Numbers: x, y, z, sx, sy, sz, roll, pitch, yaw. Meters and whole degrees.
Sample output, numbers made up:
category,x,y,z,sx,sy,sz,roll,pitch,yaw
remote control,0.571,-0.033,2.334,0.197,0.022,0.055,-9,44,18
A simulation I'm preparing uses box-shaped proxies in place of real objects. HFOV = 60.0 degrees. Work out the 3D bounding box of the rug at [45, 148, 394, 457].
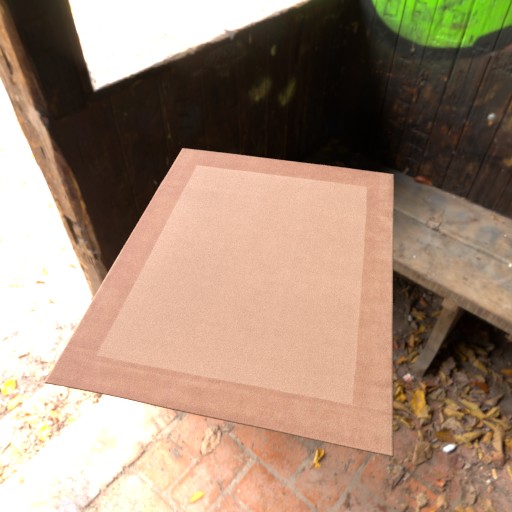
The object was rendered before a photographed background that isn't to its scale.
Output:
category,x,y,z,sx,sy,sz,roll,pitch,yaw
rug,0.000,0.000,3.999,2.431,0.021,3.057,9,47,8
